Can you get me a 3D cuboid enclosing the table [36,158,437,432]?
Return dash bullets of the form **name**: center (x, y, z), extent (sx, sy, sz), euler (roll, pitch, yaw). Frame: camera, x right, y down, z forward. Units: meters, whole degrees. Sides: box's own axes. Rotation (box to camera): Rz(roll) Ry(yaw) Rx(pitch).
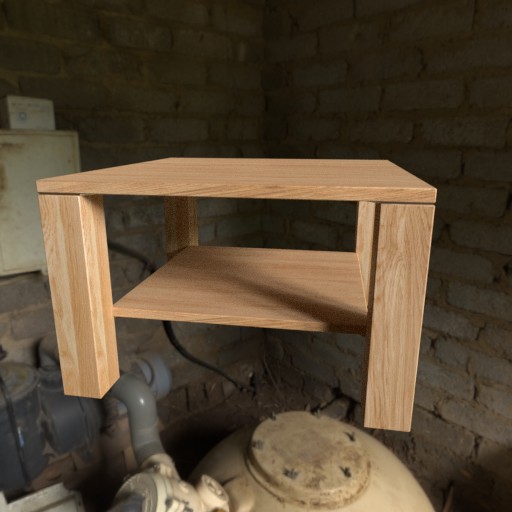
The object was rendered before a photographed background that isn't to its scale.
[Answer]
- **table**: center (0.000, 0.000, 1.147), extent (0.700, 0.450, 0.700), euler (3, 16, 10)
